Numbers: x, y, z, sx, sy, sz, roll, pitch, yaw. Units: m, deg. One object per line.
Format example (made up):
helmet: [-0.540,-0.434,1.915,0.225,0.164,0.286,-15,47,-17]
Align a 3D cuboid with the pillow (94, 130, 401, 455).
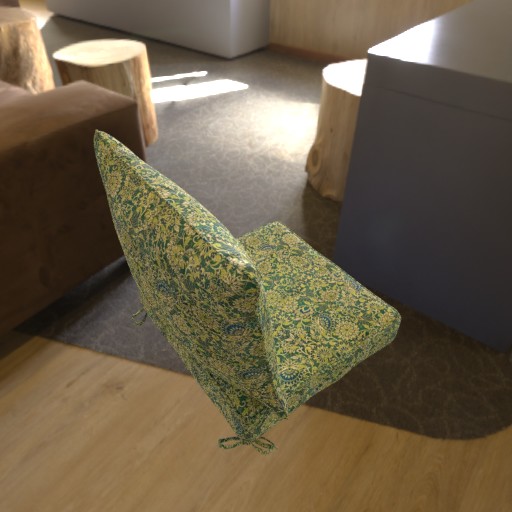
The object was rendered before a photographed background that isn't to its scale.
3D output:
pillow: [0.000,0.000,1.375,0.740,0.722,0.798,-26,47,-27]
